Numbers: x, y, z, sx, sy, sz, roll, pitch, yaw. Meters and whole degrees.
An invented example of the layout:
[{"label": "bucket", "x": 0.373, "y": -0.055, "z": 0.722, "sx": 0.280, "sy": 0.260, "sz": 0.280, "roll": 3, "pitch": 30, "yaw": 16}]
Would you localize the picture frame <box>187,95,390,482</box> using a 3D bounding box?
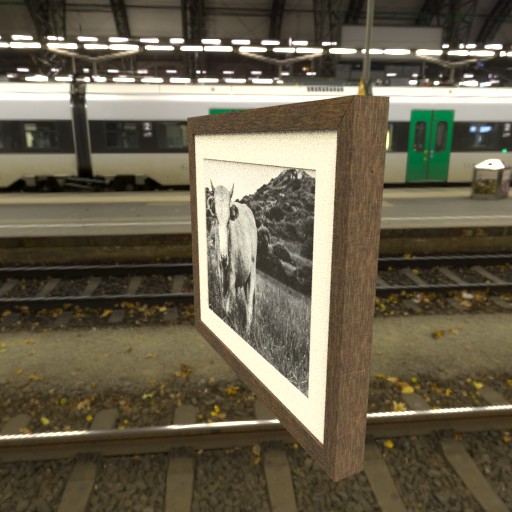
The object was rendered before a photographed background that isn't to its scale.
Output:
[{"label": "picture frame", "x": 0.000, "y": 0.000, "z": 0.529, "sx": 0.033, "sy": 0.330, "sz": 0.378, "roll": -7, "pitch": 16, "yaw": -26}]
